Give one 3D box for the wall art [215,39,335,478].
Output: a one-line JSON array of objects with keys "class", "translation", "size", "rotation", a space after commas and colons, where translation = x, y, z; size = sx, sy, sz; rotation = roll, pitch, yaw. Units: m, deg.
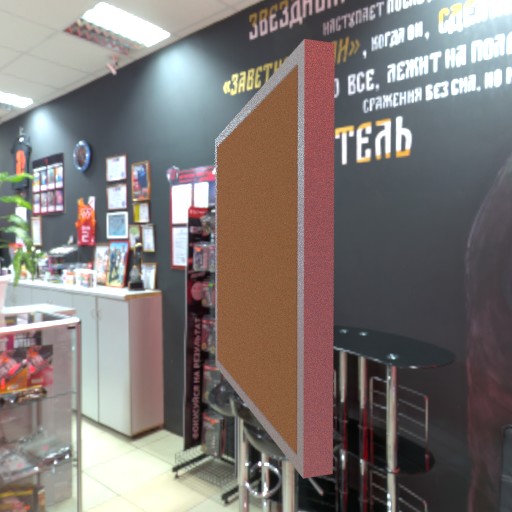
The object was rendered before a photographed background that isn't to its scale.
[{"class": "wall art", "translation": [0.000, 0.000, 0.757], "size": [0.038, 0.506, 0.506], "rotation": [0, 2, -17]}]
